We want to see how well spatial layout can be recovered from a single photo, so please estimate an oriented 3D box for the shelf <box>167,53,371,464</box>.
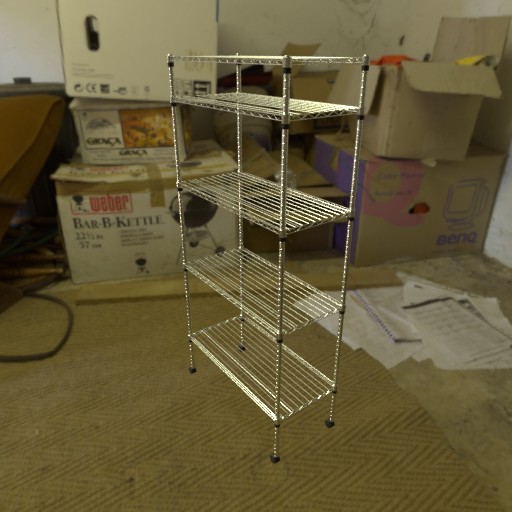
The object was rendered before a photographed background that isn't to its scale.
[{"bbox_3d":[0.000,0.000,1.918,0.356,1.587,0.762,-17,30,-33],"label":"shelf"}]
